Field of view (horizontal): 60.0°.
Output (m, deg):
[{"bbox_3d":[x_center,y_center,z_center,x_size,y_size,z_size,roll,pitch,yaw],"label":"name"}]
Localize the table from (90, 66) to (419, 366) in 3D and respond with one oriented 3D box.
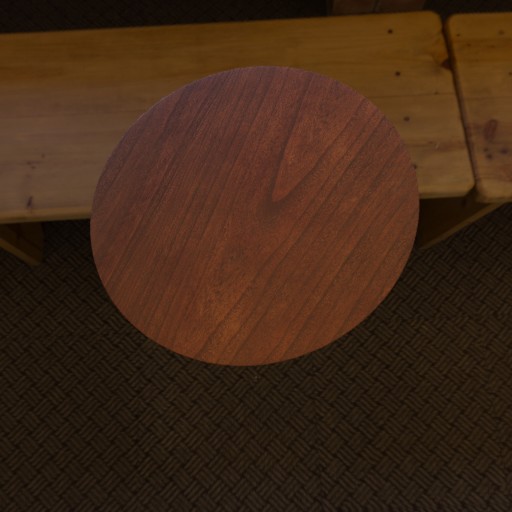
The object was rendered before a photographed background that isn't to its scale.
[{"bbox_3d":[0.000,0.000,1.101,0.577,0.706,0.530,-34,77,-9],"label":"table"}]
